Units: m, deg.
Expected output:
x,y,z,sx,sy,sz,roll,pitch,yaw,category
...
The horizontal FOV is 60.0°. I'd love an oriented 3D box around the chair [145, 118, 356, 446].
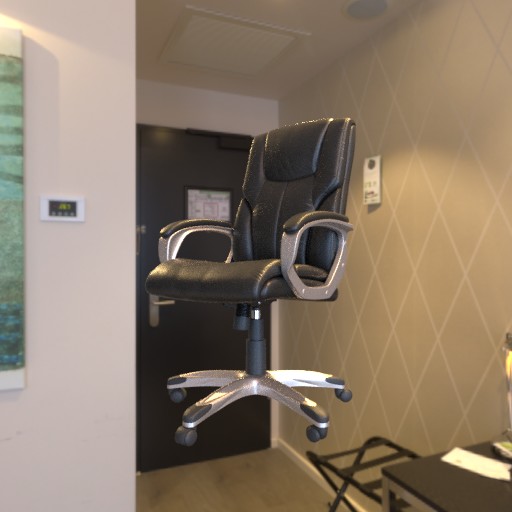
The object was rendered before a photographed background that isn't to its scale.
x,y,z,sx,sy,sz,roll,pitch,yaw,category
0.000,0.000,1.642,0.700,1.145,0.780,0,0,36,chair
